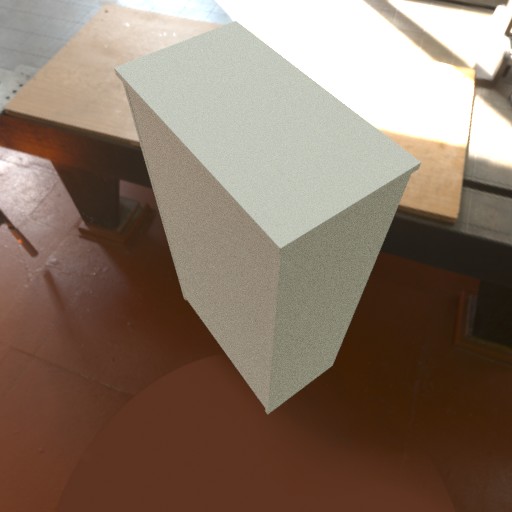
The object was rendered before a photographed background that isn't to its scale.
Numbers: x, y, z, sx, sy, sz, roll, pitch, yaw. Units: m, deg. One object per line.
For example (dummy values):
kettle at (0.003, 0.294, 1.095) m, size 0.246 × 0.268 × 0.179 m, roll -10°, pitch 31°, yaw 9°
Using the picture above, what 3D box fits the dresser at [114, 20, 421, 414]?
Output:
dresser at (0.000, 0.000, 1.575) m, size 0.399 × 1.255 × 0.704 m, roll -31°, pitch 62°, yaw -19°
